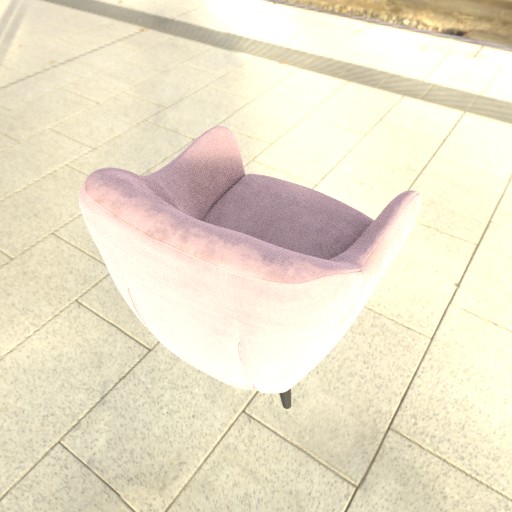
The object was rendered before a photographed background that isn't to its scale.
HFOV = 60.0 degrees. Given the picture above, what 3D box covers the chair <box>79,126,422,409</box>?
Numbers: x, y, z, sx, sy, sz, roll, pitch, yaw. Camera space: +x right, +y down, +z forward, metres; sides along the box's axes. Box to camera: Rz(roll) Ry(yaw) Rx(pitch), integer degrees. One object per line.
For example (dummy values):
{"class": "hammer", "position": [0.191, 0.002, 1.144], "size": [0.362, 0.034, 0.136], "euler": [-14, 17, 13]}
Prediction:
{"class": "chair", "position": [0.000, 0.000, 1.520], "size": [0.840, 0.820, 0.820], "euler": [25, 50, 22]}
